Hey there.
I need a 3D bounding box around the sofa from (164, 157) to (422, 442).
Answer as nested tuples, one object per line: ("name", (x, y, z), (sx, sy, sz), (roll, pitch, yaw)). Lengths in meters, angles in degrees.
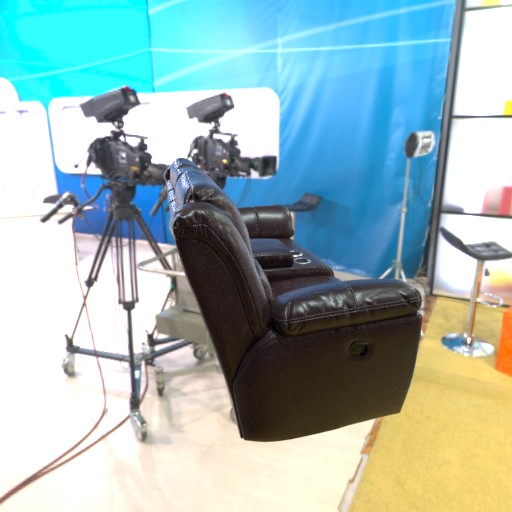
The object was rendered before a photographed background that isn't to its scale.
("sofa", (0.000, 0.000, 2.579), (0.991, 1.043, 2.058), (-3, 16, -11))
